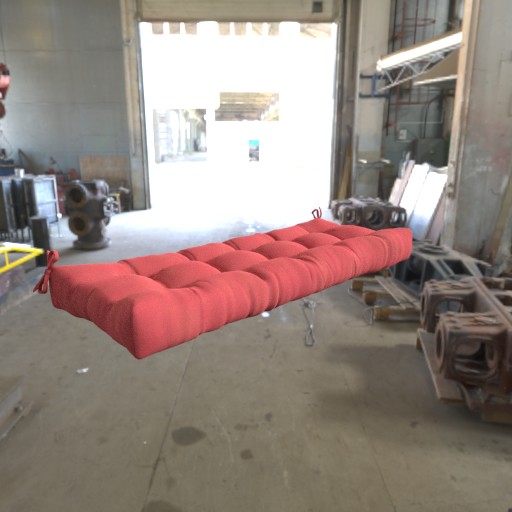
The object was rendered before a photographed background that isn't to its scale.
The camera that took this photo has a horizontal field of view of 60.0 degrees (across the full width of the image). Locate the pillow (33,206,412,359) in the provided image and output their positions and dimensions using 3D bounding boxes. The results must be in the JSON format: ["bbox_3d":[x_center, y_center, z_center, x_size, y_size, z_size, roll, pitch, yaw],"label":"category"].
[{"bbox_3d":[0.000,0.000,1.381,1.194,0.174,0.511,-14,20,-43],"label":"pillow"}]
